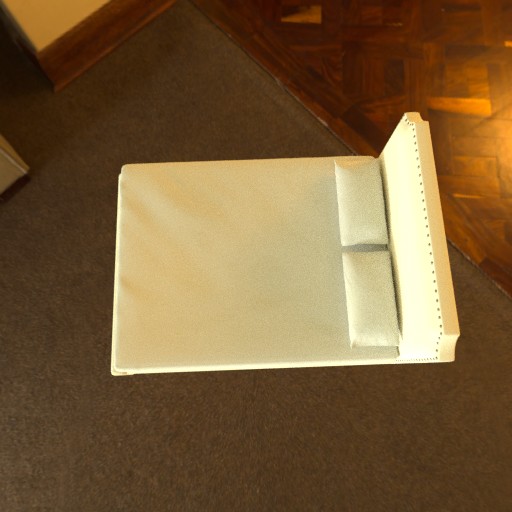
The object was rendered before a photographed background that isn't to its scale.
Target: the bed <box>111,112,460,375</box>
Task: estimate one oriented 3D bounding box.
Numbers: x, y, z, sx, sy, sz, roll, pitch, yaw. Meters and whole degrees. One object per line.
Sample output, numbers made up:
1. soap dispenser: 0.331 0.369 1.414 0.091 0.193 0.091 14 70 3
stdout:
1. bed: 0.000 0.000 3.420 2.329 1.415 1.703 -2 76 -1
